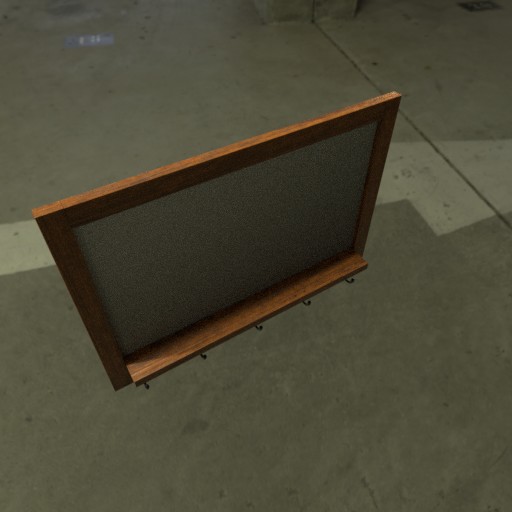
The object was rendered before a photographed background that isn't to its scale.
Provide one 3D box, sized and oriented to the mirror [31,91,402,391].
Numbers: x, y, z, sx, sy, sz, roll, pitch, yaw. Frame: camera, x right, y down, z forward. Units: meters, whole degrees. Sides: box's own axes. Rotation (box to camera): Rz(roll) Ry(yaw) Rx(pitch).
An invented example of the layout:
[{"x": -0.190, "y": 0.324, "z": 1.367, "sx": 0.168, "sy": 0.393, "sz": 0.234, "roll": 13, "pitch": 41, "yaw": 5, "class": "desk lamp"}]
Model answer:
[{"x": 0.000, "y": 0.000, "z": 0.983, "sx": 0.758, "sy": 0.537, "sz": 0.084, "roll": -24, "pitch": 50, "yaw": -22, "class": "mirror"}]
